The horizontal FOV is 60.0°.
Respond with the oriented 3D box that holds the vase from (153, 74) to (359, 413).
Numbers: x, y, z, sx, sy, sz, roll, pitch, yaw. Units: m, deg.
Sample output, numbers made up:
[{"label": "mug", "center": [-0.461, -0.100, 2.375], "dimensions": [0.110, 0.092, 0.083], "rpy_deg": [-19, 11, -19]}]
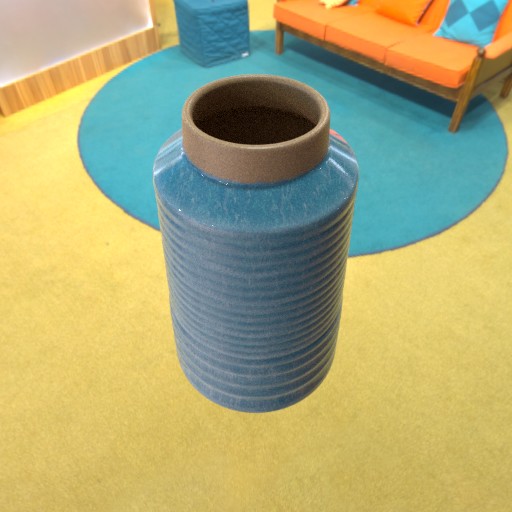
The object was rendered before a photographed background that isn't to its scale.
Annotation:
[{"label": "vase", "center": [0.000, 0.000, 0.367], "dimensions": [0.163, 0.267, 0.163], "rpy_deg": [0, 47, 0]}]
